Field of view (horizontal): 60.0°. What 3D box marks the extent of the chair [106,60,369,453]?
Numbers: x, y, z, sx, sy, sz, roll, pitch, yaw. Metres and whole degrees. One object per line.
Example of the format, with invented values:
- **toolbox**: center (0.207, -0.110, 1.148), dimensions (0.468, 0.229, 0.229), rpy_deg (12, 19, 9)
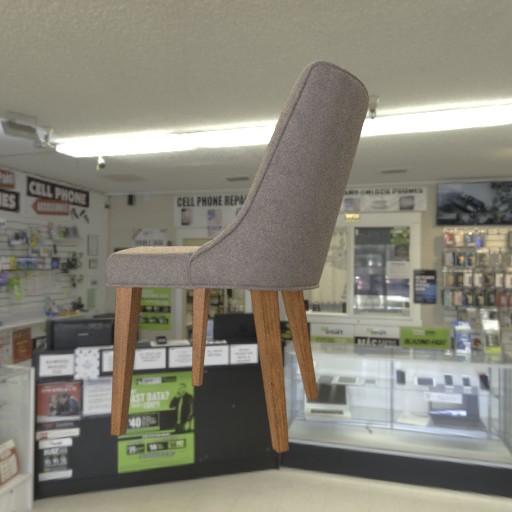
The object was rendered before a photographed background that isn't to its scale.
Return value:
- **chair**: center (0.000, 0.000, 1.283), dimensions (0.636, 0.916, 0.548), rpy_deg (0, -1, 17)
